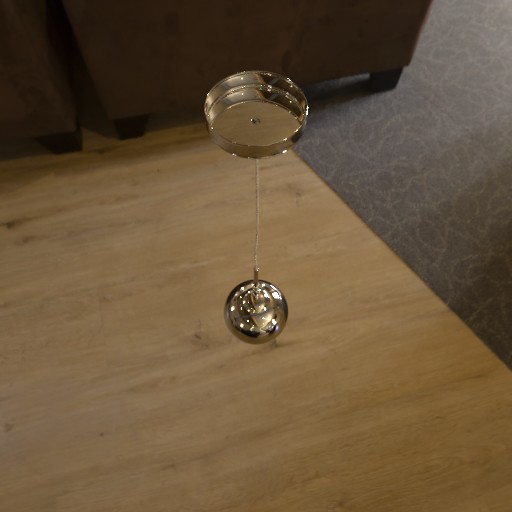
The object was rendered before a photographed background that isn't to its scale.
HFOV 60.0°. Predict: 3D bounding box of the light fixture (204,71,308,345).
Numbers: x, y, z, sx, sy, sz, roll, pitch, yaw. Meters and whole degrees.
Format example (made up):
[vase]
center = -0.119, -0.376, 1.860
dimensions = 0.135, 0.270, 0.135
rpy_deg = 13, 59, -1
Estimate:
[light fixture]
center = 0.000, 0.000, 1.743
dimensions = 0.336, 1.538, 0.336
rpy_deg = 1, 62, 1
